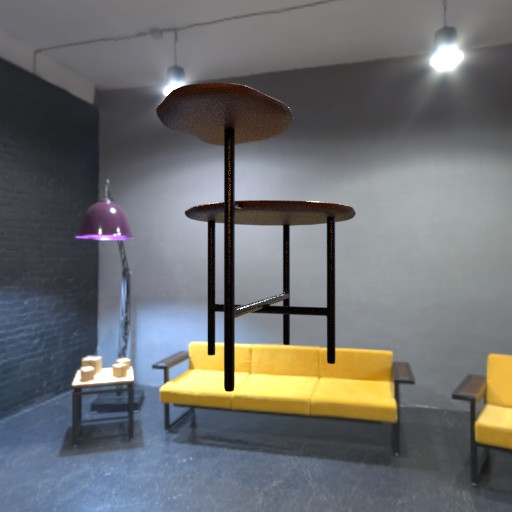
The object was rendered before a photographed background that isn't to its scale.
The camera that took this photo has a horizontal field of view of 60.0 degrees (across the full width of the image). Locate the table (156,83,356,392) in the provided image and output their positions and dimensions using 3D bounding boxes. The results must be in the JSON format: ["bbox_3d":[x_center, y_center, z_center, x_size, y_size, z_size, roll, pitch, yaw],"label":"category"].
[{"bbox_3d":[0.000,0.000,1.065,0.442,0.538,0.759,0,-1,18],"label":"table"}]
